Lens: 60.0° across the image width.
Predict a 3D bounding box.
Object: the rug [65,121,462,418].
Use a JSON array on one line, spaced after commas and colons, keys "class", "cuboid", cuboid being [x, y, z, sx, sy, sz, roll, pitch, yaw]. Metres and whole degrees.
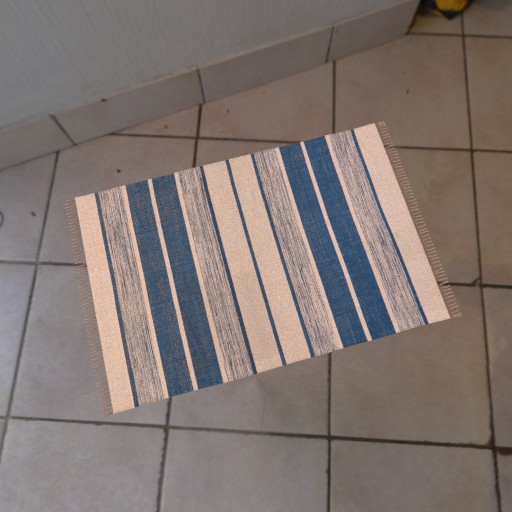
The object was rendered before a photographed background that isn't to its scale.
[{"class": "rug", "cuboid": [0.000, 0.000, 3.078, 2.441, 0.010, 1.532, -15, 75, -4]}]
